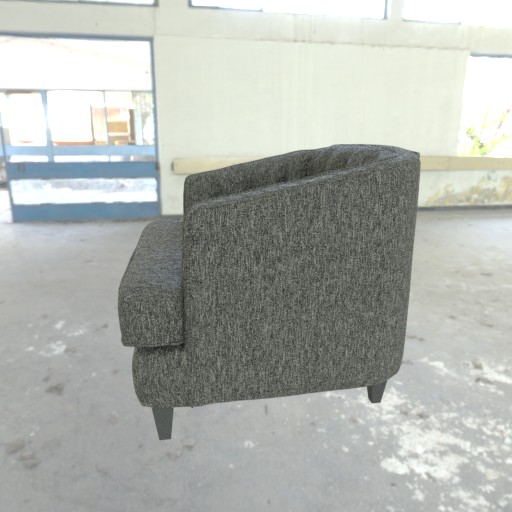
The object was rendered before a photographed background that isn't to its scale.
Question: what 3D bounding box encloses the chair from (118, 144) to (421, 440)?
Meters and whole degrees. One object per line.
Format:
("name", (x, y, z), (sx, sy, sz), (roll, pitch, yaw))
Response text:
("chair", (0.000, 0.000, 1.744), (0.941, 0.852, 1.104), (-2, 15, -9))
